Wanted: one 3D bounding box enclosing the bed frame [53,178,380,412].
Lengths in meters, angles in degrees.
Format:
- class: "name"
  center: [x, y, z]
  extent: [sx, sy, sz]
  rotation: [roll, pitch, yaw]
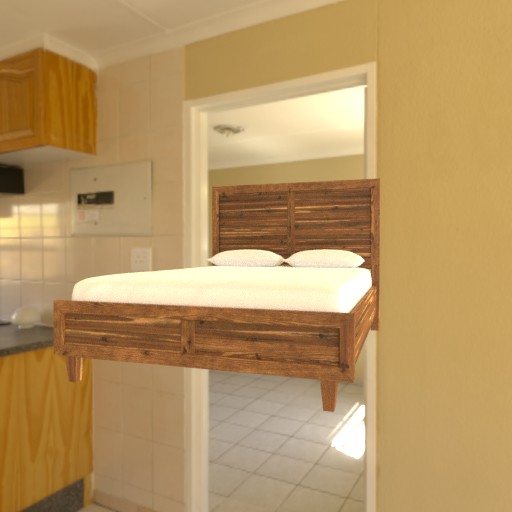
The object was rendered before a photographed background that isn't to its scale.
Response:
- class: "bed frame"
  center: [0.000, 0.000, 3.353]
  extent: [1.696, 1.417, 2.276]
  rotation: [0, 1, 18]
